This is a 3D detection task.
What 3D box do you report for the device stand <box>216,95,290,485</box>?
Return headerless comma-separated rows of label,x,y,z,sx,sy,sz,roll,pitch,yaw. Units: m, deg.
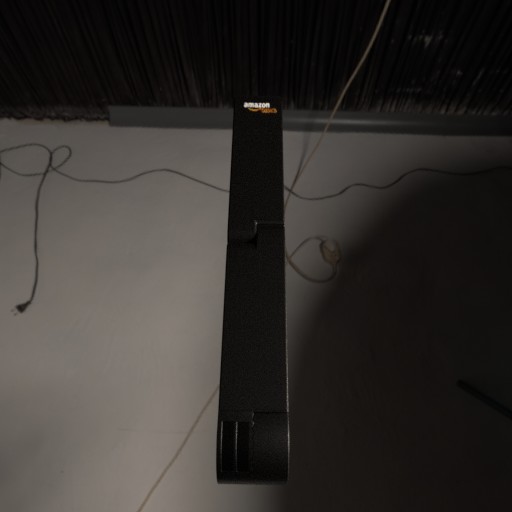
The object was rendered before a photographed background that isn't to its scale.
device stand,0.000,0.000,0.195,0.026,0.030,0.179,1,62,0
